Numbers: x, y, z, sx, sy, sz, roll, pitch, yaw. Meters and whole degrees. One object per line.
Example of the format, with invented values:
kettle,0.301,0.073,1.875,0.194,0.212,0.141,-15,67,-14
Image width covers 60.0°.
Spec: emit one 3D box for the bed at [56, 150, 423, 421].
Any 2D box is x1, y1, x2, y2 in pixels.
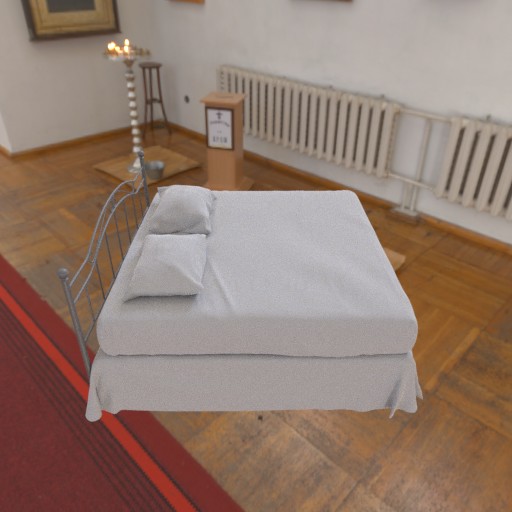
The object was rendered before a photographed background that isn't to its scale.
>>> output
bed,0.000,0.000,3.538,2.220,1.080,2.309,0,32,0
